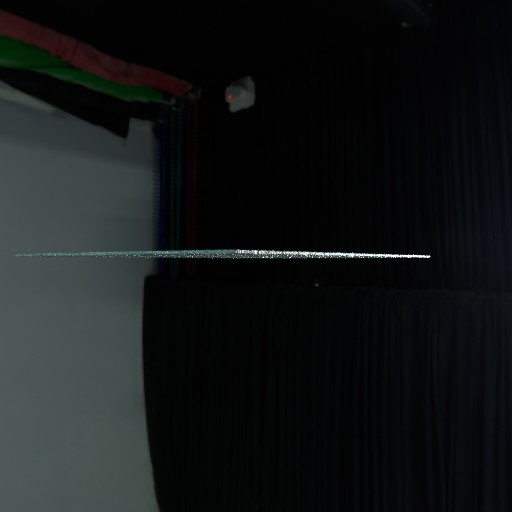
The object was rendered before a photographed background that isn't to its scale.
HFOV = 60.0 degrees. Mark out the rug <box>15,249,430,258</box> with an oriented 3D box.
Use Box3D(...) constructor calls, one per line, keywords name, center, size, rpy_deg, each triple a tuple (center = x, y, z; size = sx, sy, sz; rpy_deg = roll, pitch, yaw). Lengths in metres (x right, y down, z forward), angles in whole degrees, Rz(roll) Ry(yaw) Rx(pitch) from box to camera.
Box3D(name="rug", center=(0.000, 0.000, 2.254), size=(1.212, 0.010, 1.811), rpy_deg=(0, -1, 37))
